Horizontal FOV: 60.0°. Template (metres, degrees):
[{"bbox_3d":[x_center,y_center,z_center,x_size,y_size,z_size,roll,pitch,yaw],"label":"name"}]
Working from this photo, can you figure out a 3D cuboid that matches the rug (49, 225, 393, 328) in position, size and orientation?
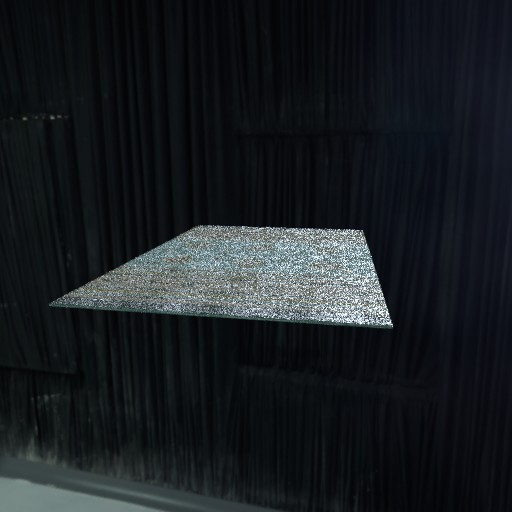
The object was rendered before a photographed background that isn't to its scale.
[{"bbox_3d":[0.000,0.000,2.384,1.212,0.010,1.811,2,13,10],"label":"rug"}]
